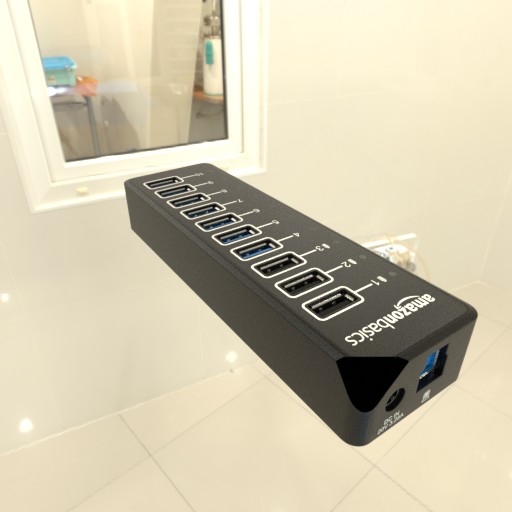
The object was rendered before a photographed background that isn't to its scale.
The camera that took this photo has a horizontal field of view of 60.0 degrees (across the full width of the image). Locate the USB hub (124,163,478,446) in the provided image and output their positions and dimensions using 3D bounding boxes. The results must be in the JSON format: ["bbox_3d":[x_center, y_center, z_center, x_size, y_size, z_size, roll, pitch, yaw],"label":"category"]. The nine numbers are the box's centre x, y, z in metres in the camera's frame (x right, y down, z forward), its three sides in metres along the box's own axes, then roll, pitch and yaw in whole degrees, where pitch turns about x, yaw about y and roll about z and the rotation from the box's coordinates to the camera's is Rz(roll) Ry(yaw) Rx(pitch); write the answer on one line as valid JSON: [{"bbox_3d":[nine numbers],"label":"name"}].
[{"bbox_3d":[0.000,0.000,0.161,0.044,0.023,0.145,-20,36,-30],"label":"USB hub"}]
